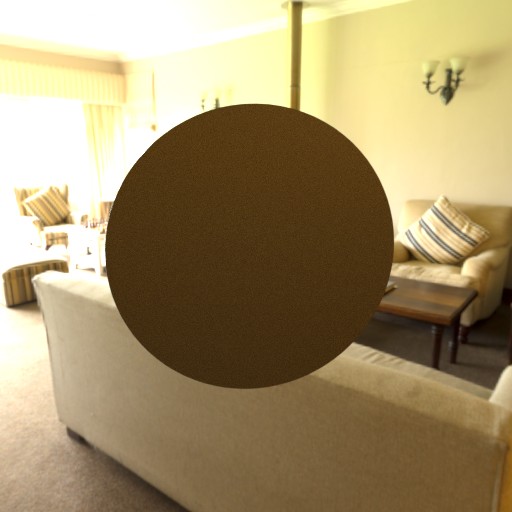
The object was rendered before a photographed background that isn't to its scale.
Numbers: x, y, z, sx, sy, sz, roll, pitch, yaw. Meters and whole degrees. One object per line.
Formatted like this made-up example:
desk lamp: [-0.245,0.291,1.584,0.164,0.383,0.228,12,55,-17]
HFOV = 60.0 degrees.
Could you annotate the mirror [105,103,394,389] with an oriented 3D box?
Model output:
mirror: [0.000,0.000,1.651,1.077,1.077,0.036,-2,14,-9]
